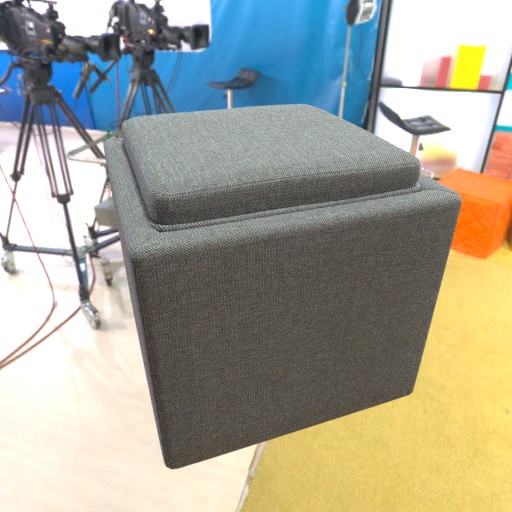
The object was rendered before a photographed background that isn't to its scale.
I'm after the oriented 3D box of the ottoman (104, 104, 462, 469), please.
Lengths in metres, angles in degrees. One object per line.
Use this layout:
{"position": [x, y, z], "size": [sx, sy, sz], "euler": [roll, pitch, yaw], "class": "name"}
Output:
{"position": [0.000, 0.000, 0.800], "size": [0.450, 0.460, 0.450], "euler": [-11, 33, -17], "class": "ottoman"}
